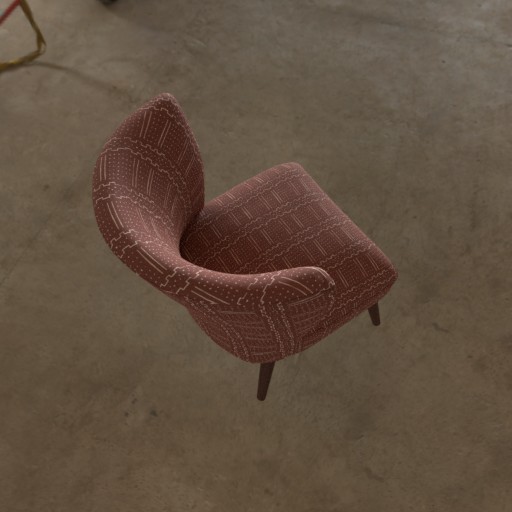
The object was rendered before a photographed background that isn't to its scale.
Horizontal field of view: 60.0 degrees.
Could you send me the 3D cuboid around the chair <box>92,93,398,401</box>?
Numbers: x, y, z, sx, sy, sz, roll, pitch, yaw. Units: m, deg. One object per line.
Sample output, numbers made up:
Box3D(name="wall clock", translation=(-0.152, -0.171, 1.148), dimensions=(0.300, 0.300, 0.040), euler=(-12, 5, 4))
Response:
Box3D(name="chair", translation=(0.000, 0.000, 1.381), dimensions=(0.758, 0.866, 0.706), euler=(-30, 63, -17))
